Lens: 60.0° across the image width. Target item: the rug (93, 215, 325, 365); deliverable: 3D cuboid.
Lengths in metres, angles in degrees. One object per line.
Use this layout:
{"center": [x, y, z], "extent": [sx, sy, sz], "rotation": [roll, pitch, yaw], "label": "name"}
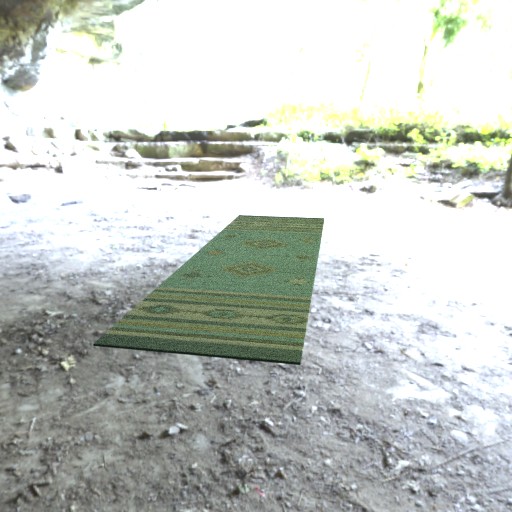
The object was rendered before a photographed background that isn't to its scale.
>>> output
{"center": [0.000, 0.000, 2.679], "extent": [0.744, 0.010, 2.441], "rotation": [3, 17, 10], "label": "rug"}
